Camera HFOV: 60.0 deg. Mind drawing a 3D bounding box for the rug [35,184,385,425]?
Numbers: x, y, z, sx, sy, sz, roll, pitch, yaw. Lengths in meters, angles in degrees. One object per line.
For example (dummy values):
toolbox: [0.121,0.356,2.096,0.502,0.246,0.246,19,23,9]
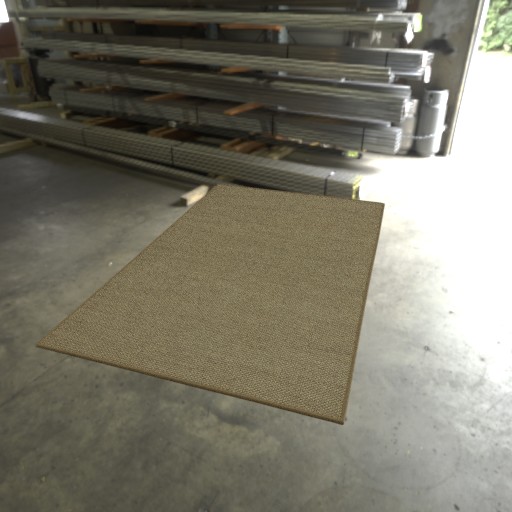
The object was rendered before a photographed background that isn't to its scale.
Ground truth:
rug: [0.000,0.000,2.067,1.062,0.013,1.667,9,31,16]
